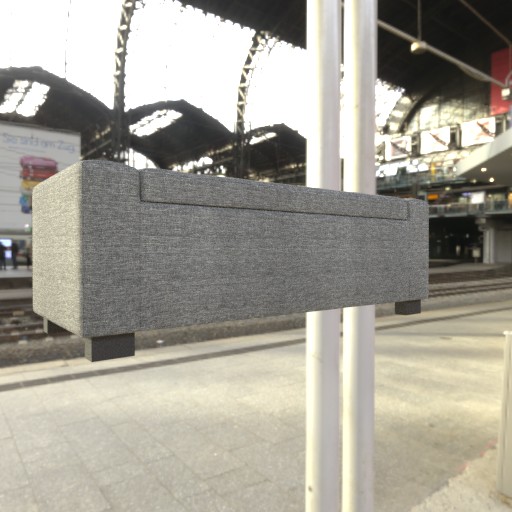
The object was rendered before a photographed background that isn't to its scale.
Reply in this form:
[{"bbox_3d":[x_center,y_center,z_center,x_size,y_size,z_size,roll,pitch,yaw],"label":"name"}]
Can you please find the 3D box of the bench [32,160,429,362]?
[{"bbox_3d":[0.000,0.000,1.509,1.296,0.445,0.508,-1,1,-37],"label":"bench"}]
